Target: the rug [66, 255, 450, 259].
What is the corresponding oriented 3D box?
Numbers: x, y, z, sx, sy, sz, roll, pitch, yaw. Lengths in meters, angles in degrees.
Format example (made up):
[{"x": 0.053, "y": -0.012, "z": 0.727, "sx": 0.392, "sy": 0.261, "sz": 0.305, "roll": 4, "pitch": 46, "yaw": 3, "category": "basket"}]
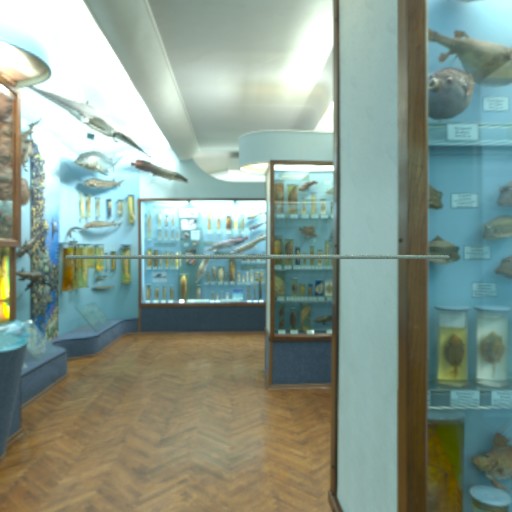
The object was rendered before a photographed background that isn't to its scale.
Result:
[{"x": 0.000, "y": 0.000, "z": 2.880, "sx": 1.526, "sy": 0.014, "sz": 2.290, "roll": 0, "pitch": 0, "yaw": -1, "category": "rug"}]
